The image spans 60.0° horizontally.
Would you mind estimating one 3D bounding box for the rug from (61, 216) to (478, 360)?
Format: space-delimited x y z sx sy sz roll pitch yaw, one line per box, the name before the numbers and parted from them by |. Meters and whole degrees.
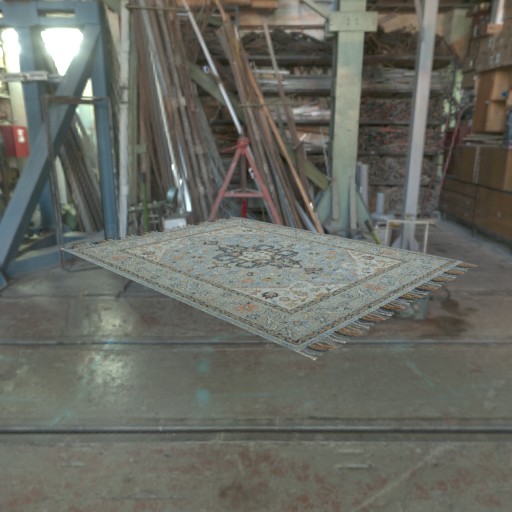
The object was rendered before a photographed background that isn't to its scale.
rug | 0.000 0.000 4.208 3.221 0.011 2.379 15 22 42
